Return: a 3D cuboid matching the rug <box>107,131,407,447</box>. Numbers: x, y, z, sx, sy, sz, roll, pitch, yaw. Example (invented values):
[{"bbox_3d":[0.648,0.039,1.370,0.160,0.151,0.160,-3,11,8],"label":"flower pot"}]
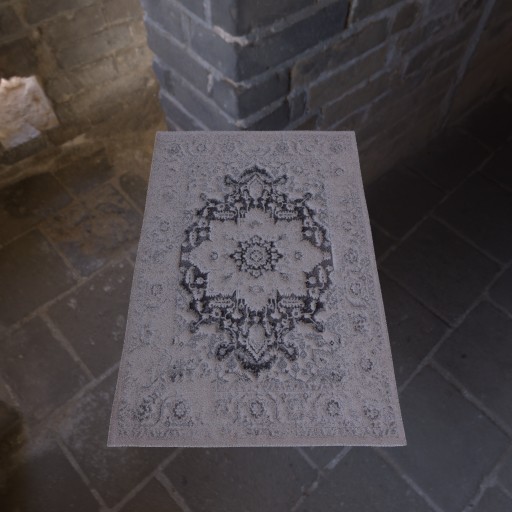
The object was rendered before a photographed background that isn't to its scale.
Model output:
[{"bbox_3d":[0.000,0.000,2.272,1.223,0.008,1.813,0,59,0],"label":"rug"}]
